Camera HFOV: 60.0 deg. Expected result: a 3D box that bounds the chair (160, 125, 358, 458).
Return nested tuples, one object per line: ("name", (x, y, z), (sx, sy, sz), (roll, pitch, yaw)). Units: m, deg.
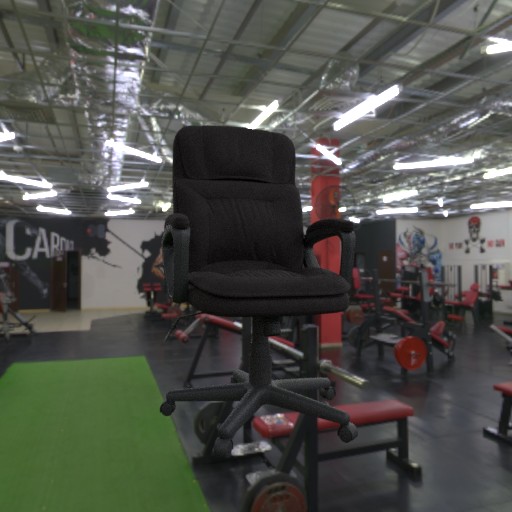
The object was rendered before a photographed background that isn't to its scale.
("chair", (0.000, 0.000, 1.586), (0.667, 1.105, 0.724), (0, -1, -16))
